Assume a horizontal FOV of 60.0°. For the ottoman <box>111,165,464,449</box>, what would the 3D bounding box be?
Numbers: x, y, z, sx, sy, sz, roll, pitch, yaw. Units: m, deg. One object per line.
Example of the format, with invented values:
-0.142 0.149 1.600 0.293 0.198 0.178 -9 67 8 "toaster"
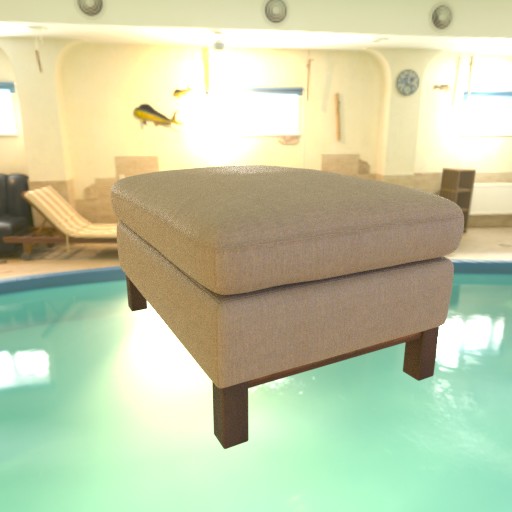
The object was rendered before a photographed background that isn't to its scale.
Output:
0.000 0.000 1.028 0.528 0.404 0.735 -8 18 -27 "ottoman"
